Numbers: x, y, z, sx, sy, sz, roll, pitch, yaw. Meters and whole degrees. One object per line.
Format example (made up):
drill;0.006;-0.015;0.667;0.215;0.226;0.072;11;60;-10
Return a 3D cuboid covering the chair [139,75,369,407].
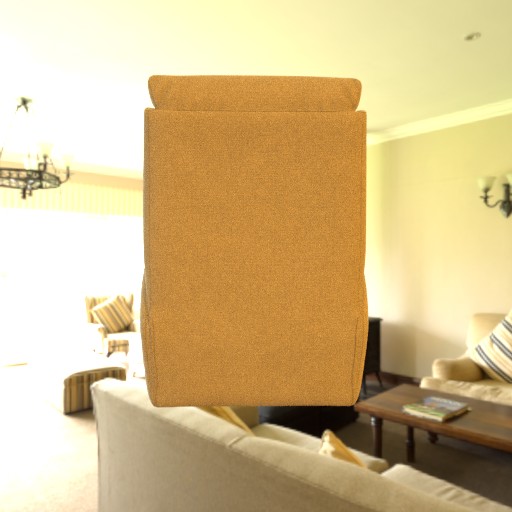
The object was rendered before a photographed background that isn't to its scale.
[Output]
chair;0.000;0.000;1.652;0.812;1.015;0.941;0;-1;-1
